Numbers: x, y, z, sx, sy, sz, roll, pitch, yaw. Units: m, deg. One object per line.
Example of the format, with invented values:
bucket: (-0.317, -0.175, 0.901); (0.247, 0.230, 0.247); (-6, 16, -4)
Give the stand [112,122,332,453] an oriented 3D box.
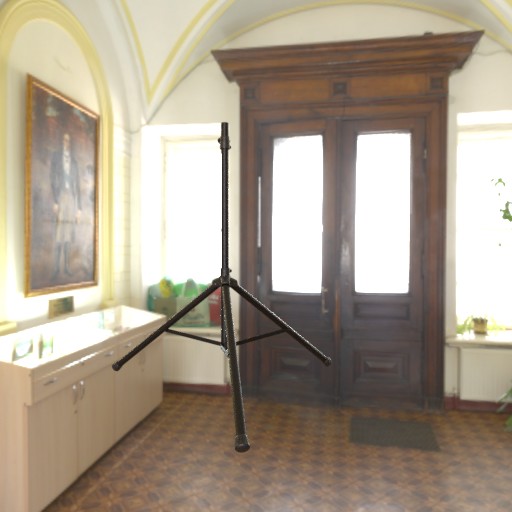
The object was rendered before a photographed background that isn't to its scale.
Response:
stand: (0.000, 0.000, 2.789); (1.339, 1.595, 1.596); (-1, 1, -35)
